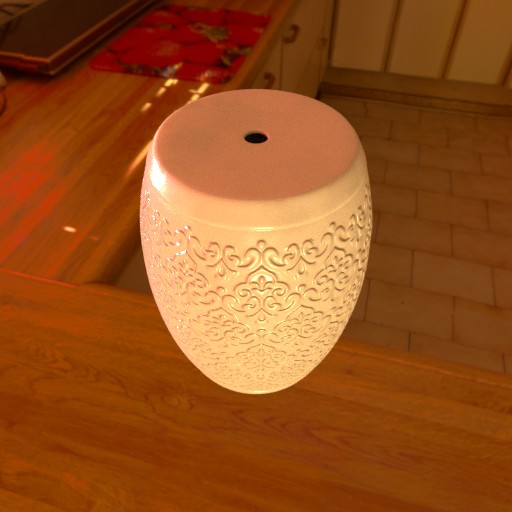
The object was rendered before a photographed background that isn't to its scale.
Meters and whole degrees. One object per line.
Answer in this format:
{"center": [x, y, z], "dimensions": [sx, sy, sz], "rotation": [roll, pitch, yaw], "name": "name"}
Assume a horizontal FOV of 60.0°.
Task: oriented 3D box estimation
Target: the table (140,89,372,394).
{"center": [0.000, 0.000, 0.642], "dimensions": [0.309, 0.397, 0.309], "rotation": [0, 47, 0], "name": "table"}
